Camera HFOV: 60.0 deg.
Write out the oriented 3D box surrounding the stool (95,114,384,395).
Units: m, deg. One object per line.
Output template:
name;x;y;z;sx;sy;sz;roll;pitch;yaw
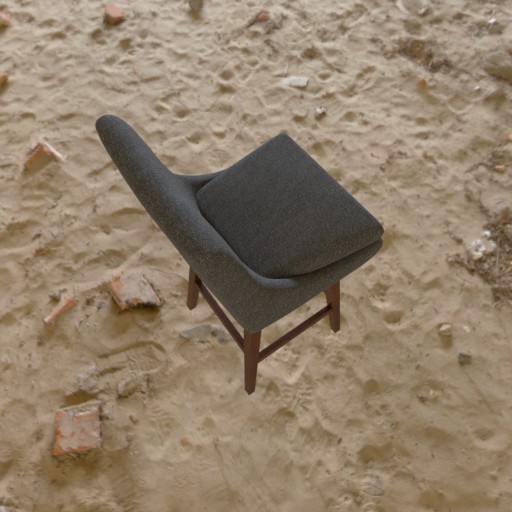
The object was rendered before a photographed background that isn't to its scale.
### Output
stool;0.000;0.000;1.376;0.572;1.068;0.489;-31;64;-18
